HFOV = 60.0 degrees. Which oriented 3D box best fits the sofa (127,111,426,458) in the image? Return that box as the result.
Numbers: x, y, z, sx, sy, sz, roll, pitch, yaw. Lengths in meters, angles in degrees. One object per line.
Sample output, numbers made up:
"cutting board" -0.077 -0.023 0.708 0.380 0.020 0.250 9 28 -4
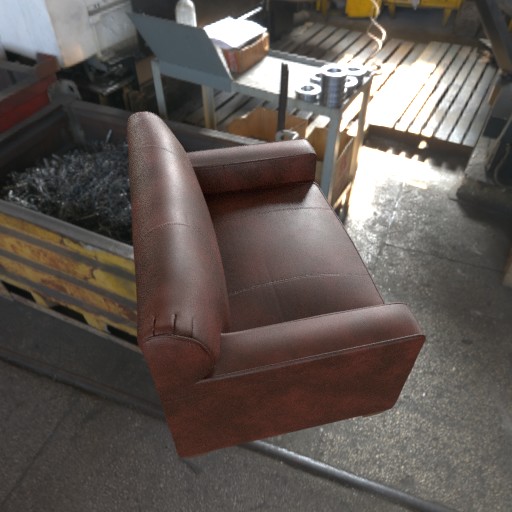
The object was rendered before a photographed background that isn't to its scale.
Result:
"sofa" 0.000 0.000 2.067 1.000 0.956 1.413 -9 46 -9
